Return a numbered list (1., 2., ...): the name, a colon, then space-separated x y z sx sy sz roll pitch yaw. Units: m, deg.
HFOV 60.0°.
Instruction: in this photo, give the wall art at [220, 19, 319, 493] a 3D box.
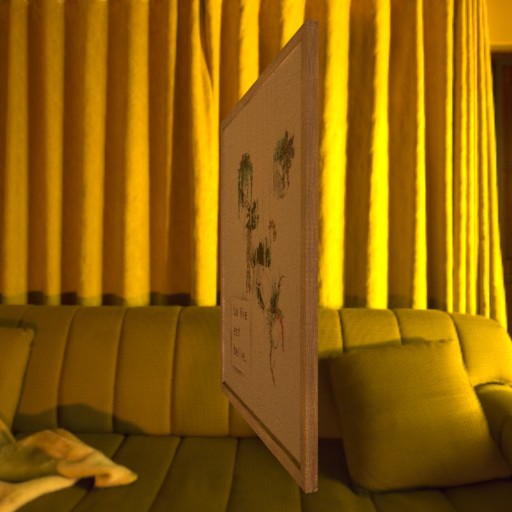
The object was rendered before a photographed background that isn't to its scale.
1. wall art: 0.000 0.000 1.330 0.035 1.022 0.781 0 0 -19
